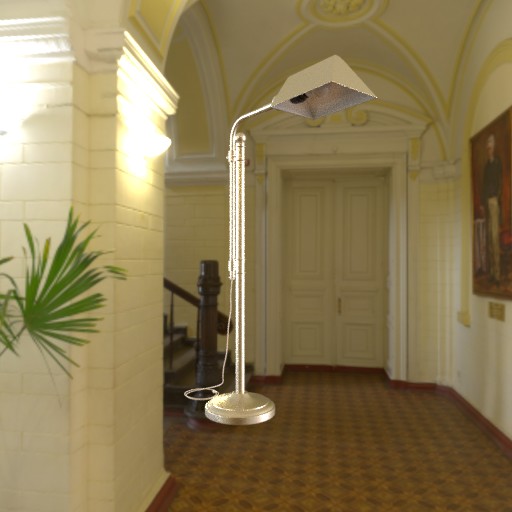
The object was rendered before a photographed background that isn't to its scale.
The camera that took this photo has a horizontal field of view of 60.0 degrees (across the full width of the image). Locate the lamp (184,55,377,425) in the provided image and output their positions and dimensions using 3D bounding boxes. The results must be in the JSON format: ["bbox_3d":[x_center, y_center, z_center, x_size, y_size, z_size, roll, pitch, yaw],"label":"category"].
[{"bbox_3d":[0.000,0.000,0.962,0.159,0.708,0.546,0,-1,-37],"label":"lamp"}]
